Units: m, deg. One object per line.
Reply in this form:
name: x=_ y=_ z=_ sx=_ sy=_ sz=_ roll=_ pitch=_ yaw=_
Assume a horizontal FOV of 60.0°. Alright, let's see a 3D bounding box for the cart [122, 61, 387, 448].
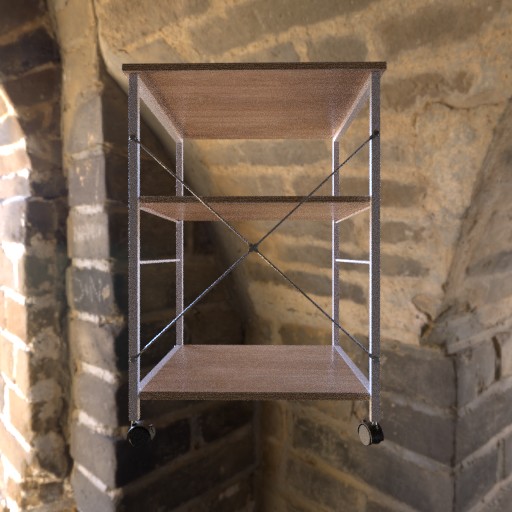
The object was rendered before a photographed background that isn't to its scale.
cart: x=0.000 y=0.000 z=1.131 sx=0.521 sy=0.762 sz=0.520 roll=0 pitch=0 yaw=1
